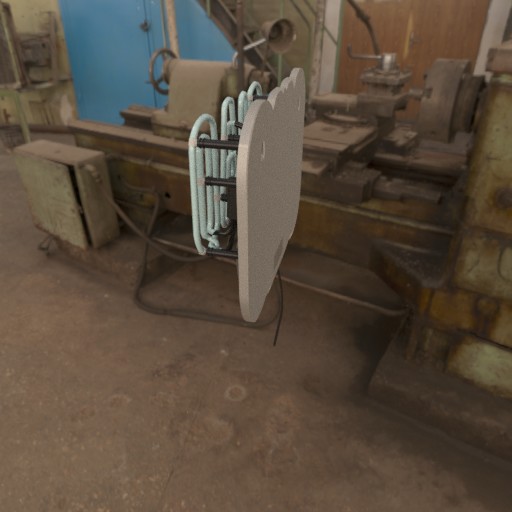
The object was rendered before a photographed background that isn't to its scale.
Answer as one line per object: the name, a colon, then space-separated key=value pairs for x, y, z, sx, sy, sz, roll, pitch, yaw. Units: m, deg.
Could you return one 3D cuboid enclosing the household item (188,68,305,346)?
household item: x=0.000 y=0.000 z=0.394 sx=0.042 sy=0.294 sz=0.211 roll=7 pitch=32 yaw=12
